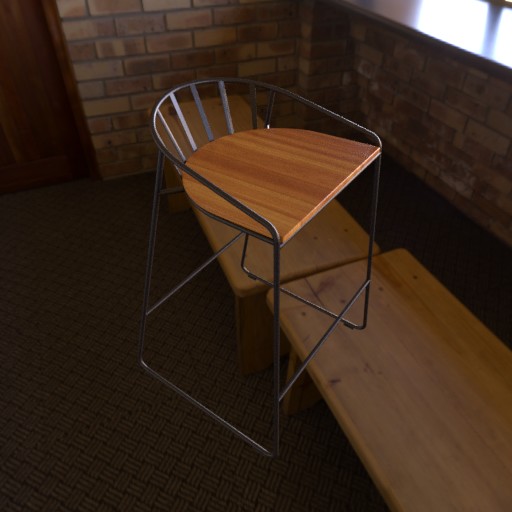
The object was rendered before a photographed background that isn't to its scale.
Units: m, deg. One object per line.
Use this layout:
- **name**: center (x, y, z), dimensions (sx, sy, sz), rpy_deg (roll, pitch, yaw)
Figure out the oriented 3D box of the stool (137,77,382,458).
- **stool**: center (0.000, 0.000, 1.183), dimensions (0.521, 0.812, 0.546), rpy_deg (25, 47, 26)
